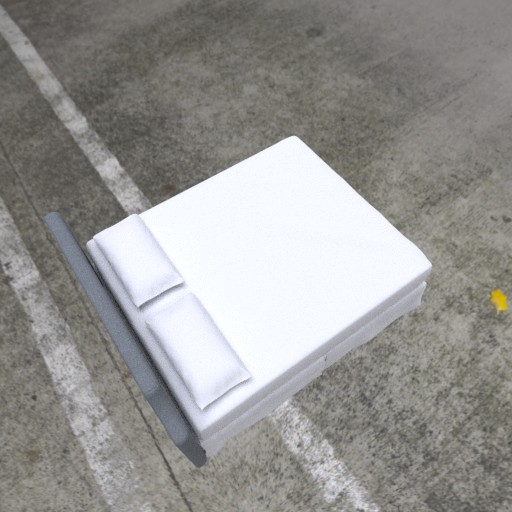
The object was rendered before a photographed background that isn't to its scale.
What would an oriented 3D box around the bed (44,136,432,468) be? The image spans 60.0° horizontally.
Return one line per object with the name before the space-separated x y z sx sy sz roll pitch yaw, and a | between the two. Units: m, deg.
bed | 0.000 0.000 3.310 2.259 1.296 1.811 -31 63 -18
